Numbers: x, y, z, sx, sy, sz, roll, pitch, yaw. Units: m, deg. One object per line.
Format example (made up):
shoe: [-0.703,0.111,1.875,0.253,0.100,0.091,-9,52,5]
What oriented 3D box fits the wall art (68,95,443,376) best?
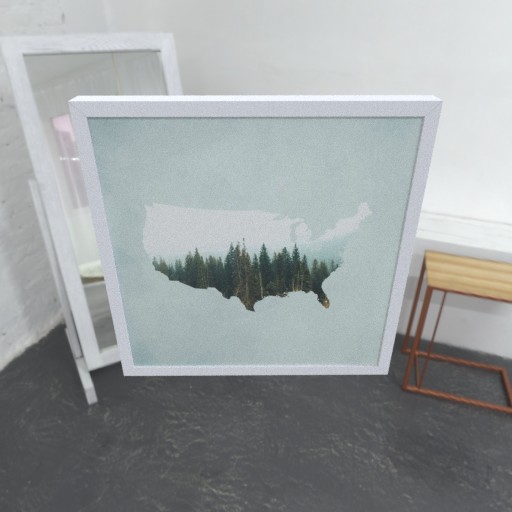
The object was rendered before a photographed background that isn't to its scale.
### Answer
wall art: [0.000,0.000,0.746,0.509,0.509,0.040,0,30,0]
